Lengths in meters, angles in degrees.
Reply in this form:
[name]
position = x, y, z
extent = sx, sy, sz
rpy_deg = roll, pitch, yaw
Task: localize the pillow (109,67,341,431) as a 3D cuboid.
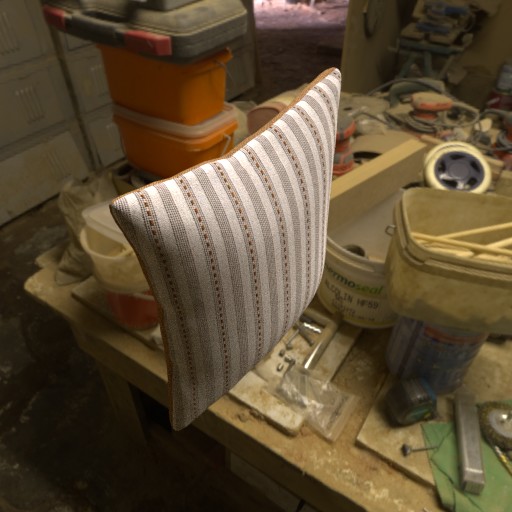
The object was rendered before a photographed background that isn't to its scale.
[pillow]
position = 0.000, 0.000, 0.669
extent = 0.147, 0.437, 0.432
rpy_deg = 25, 47, 25
